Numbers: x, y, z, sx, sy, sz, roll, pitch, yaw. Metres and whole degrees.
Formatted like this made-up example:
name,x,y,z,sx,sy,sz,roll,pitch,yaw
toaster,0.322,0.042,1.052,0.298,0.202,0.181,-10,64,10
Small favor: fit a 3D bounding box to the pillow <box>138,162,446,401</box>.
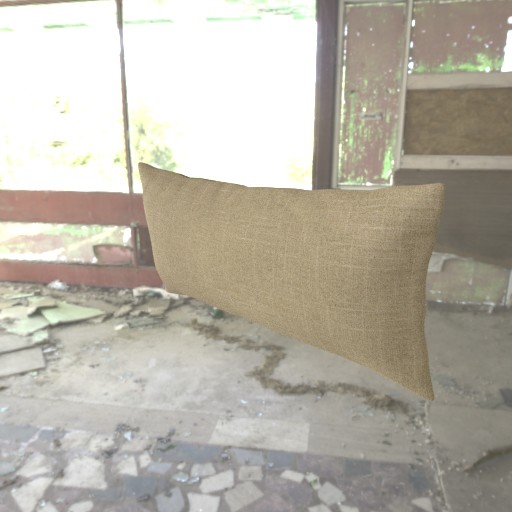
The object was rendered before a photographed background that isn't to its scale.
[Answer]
name,x,y,z,sx,sy,sz,roll,pitch,yaw
pillow,0.000,0.000,0.729,0.612,0.282,0.155,14,21,43
